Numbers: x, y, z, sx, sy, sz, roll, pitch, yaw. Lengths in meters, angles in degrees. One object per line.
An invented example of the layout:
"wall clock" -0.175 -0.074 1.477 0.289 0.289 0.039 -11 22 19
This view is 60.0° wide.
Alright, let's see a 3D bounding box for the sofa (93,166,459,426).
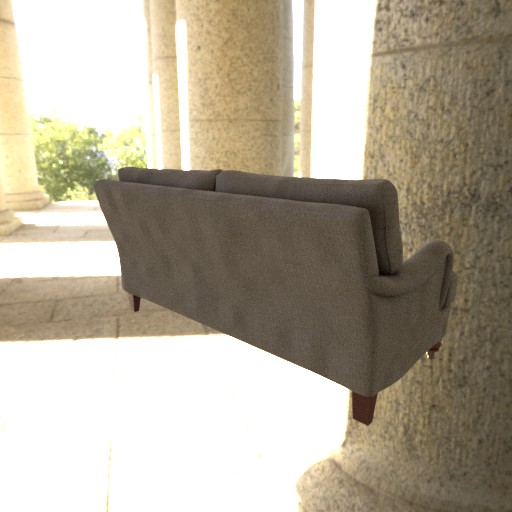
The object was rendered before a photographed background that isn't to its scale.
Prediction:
"sofa" 0.000 0.000 2.798 2.193 1.096 1.069 13 19 43
